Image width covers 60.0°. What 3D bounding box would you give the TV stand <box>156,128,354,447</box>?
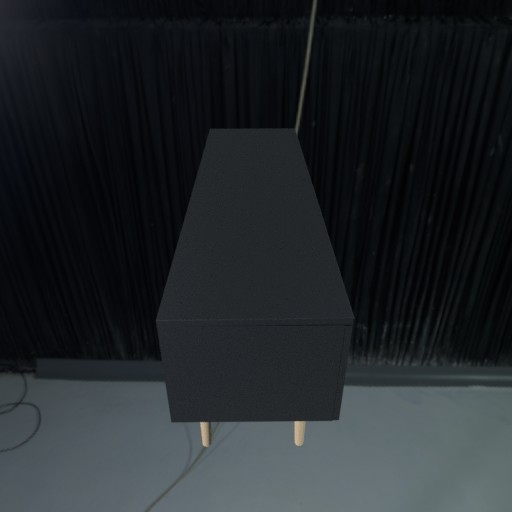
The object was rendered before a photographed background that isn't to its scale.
[{"bbox_3d":[0.000,0.000,1.527,0.390,0.518,1.312,0,31,-1],"label":"TV stand"}]
